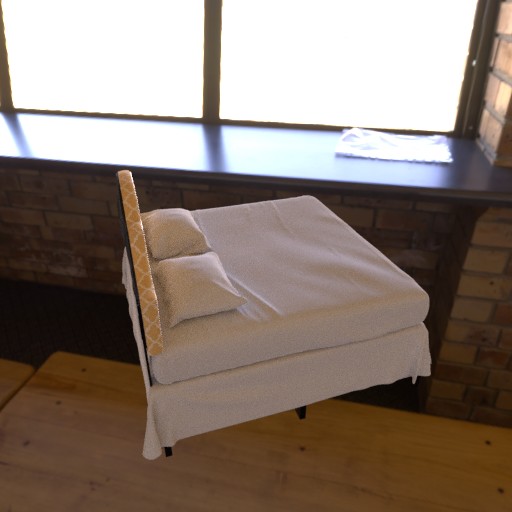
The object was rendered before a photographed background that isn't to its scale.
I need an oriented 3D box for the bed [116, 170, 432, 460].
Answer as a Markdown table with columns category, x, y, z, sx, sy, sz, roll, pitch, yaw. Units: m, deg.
| category | x | y | z | sx | sy | sz | roll | pitch | yaw |
| --- | --- | --- | --- | --- | --- | --- | --- | --- | --- |
| bed | 0.000 | 0.000 | 3.665 | 2.222 | 1.601 | 2.314 | -9 | 31 | -16 |
